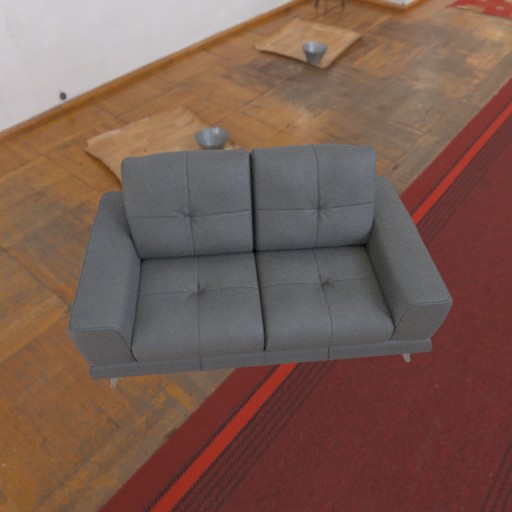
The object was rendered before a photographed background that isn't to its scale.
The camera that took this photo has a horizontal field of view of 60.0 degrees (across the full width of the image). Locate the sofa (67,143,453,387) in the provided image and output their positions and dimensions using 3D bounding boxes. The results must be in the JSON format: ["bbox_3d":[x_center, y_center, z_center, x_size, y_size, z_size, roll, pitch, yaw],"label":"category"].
[{"bbox_3d":[0.000,0.000,2.401,1.806,0.907,1.018,-4,46,-4],"label":"sofa"}]
